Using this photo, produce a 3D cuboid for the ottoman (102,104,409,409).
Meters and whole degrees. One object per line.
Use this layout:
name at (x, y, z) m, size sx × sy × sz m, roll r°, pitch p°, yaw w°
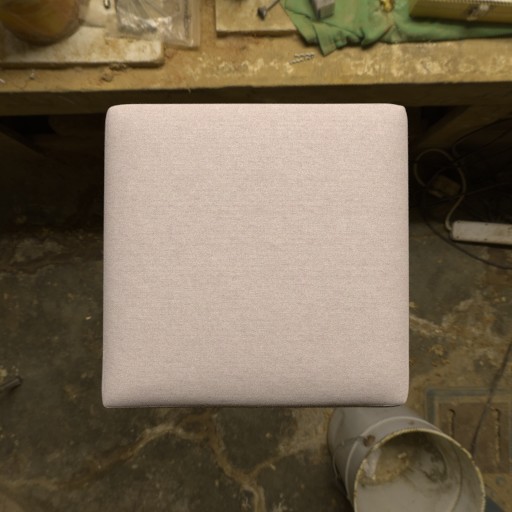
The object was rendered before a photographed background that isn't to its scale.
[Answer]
ottoman at (0.000, 0.000, 1.592) m, size 1.041 × 0.470 × 1.041 m, roll 0°, pitch 89°, yaw 0°
